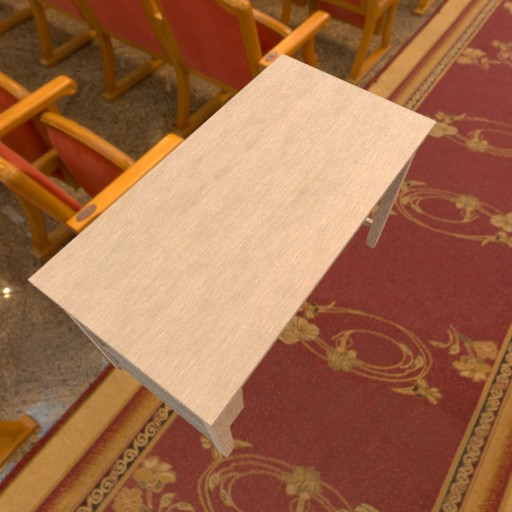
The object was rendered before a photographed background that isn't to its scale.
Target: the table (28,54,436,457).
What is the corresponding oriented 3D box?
[{"bbox_3d":[0.000,0.000,1.926,0.729,0.874,1.397,32,64,18],"label":"table"}]
